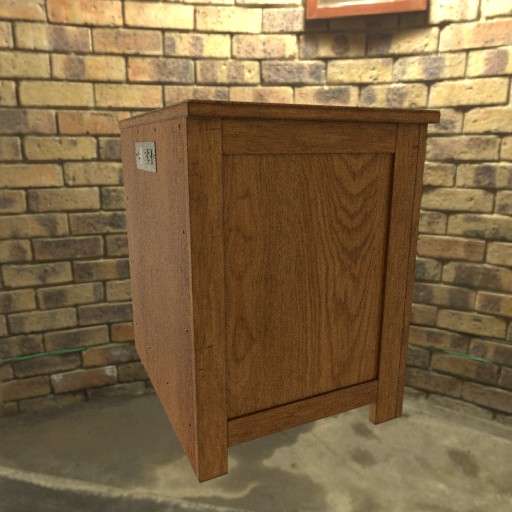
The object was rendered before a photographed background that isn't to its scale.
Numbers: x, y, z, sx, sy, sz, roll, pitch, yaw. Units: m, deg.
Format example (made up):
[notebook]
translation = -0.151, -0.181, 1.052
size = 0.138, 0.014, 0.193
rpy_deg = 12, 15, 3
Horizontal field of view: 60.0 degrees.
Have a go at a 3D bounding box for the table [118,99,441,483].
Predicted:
[table]
translation = 0.000, 0.000, 1.039
size = 0.494, 0.625, 0.601
rpy_deg = -7, 15, -25
